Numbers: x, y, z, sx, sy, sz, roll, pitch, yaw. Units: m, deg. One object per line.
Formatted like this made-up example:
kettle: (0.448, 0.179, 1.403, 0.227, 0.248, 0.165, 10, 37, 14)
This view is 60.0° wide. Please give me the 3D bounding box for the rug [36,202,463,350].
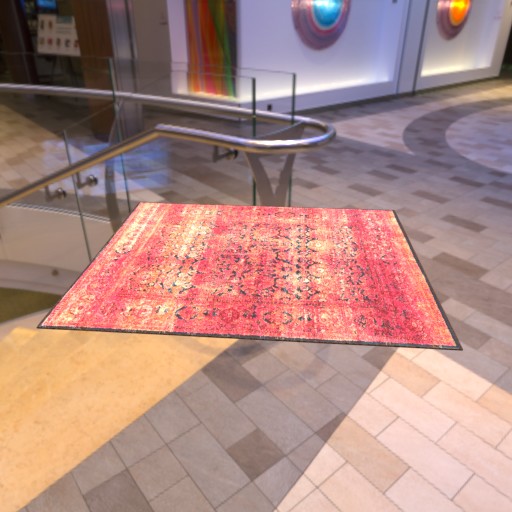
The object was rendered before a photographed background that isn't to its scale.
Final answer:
rug: (0.000, 0.000, 4.181, 3.032, 0.020, 2.411, 2, 29, 4)
